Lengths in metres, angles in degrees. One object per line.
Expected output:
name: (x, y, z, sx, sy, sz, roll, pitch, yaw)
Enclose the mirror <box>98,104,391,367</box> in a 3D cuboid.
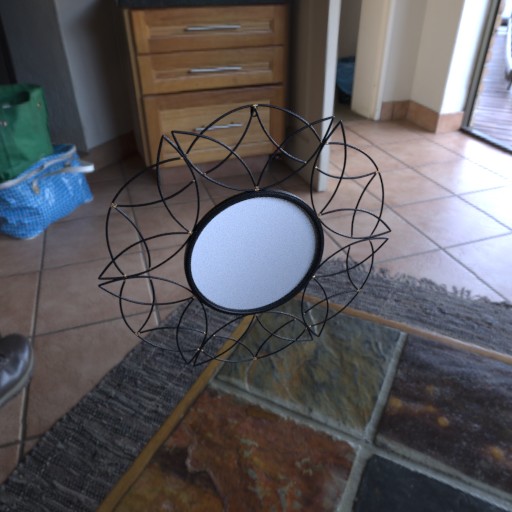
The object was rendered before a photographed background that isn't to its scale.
mirror: (0.000, 0.000, 1.163, 0.797, 0.775, 0.028, -10, 34, -14)
